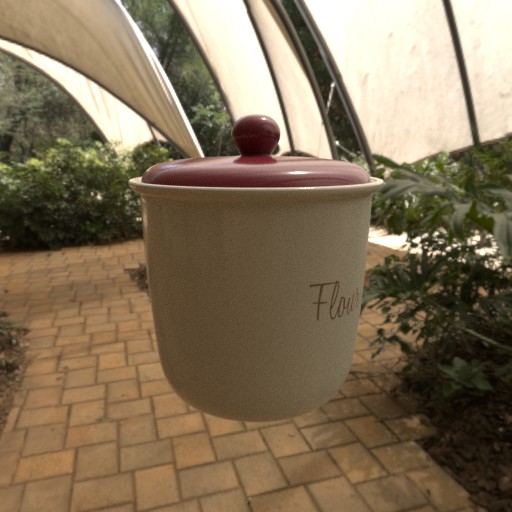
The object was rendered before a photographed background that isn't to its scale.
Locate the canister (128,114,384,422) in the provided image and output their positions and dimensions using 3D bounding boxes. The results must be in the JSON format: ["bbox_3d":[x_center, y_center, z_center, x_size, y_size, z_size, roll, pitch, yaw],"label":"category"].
[{"bbox_3d":[0.000,0.000,0.341,0.182,0.208,0.182,0,13,0],"label":"canister"}]
